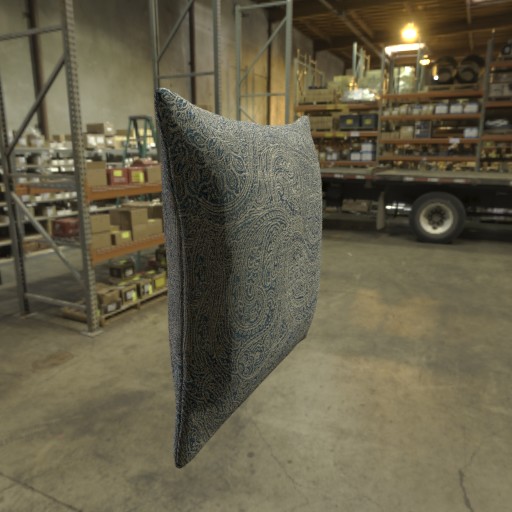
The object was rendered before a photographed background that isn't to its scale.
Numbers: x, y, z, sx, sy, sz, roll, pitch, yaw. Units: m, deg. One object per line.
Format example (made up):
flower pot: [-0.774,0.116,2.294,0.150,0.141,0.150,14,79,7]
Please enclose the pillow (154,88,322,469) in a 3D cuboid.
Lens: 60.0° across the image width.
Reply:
pillow: [0.000,0.000,0.789,0.166,0.510,0.523,6,15,25]
